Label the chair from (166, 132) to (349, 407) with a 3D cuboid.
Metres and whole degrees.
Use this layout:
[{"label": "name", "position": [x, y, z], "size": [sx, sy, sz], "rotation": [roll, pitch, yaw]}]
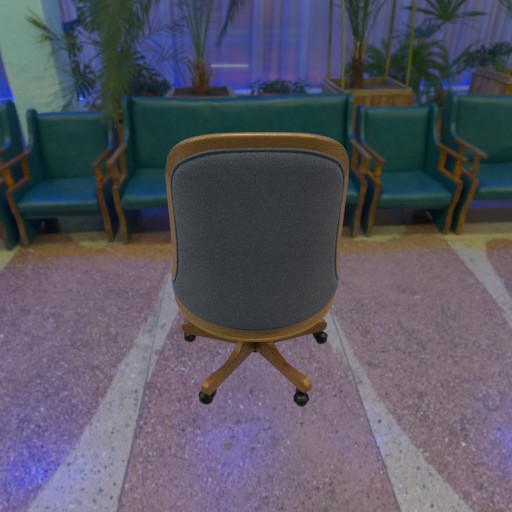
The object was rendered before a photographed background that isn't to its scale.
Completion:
[{"label": "chair", "position": [0.000, 0.000, 1.481], "size": [0.605, 1.031, 0.735], "rotation": [-1, 32, -1]}]
